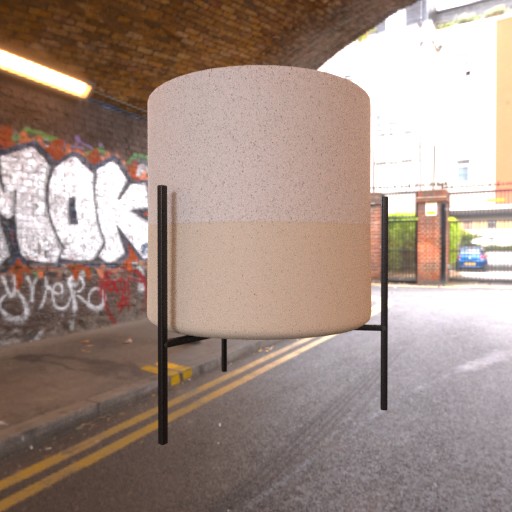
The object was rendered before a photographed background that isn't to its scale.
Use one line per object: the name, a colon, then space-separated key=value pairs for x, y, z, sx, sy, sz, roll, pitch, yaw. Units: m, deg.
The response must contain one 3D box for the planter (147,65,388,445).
planter: x=0.000 y=0.000 z=0.647 sx=0.313 sy=0.423 sz=0.335 roll=0 pitch=1 yaw=-21
